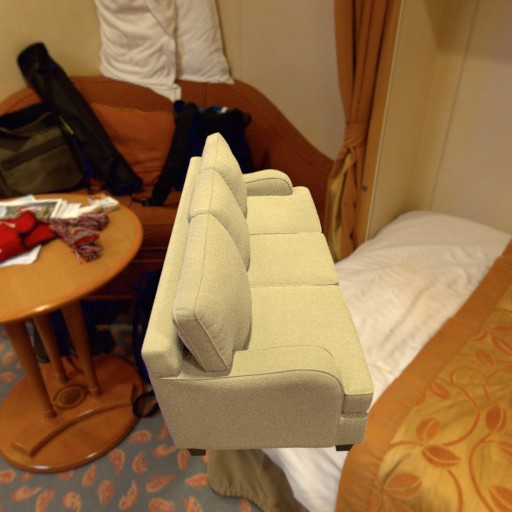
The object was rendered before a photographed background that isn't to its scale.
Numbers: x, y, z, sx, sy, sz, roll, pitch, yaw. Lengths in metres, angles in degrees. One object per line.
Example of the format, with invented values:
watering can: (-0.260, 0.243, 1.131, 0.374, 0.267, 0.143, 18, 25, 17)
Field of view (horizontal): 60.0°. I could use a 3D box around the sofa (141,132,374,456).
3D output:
sofa: (0.000, 0.000, 2.908, 1.016, 0.991, 2.323, -1, 32, -2)
